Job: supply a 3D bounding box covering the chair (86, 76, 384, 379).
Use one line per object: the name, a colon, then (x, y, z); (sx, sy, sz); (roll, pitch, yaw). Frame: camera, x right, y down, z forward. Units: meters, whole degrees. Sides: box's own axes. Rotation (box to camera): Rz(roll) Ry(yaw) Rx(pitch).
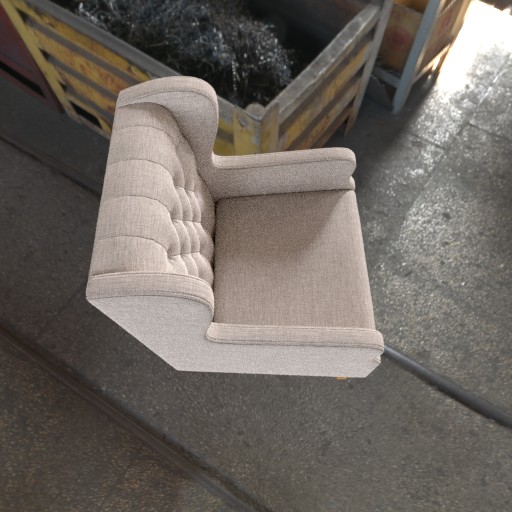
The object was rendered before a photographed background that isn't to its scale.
chair: (0.000, 0.000, 1.471); (0.760, 0.930, 0.710); (-1, 63, -1)
